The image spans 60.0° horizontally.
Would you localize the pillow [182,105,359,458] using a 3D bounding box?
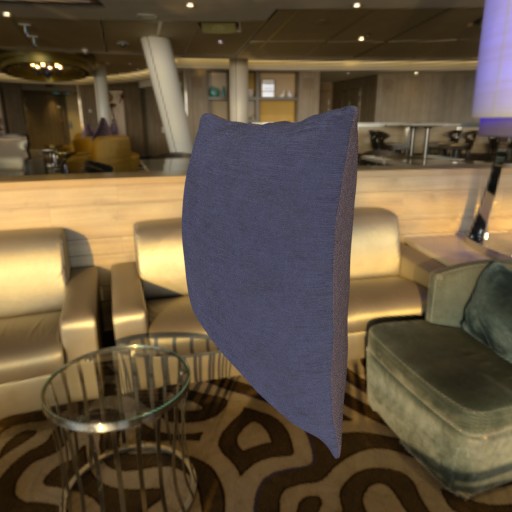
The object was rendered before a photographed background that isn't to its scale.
[{"bbox_3d":[0.000,0.000,0.698,0.204,0.439,0.452,-8,18,-25],"label":"pillow"}]
